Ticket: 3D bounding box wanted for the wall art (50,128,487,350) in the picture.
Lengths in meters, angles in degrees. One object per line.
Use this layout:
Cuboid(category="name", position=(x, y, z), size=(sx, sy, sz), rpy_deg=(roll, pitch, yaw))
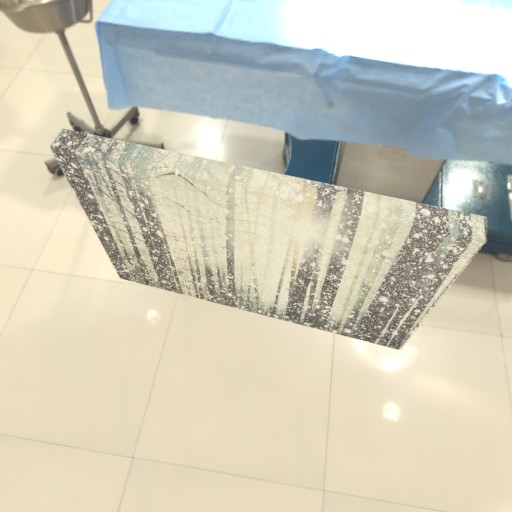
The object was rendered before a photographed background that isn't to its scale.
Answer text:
Cuboid(category="wall art", position=(0.000, 0.000, 0.781), size=(0.618, 0.398, 0.042), rpy_deg=(14, 59, 8))
